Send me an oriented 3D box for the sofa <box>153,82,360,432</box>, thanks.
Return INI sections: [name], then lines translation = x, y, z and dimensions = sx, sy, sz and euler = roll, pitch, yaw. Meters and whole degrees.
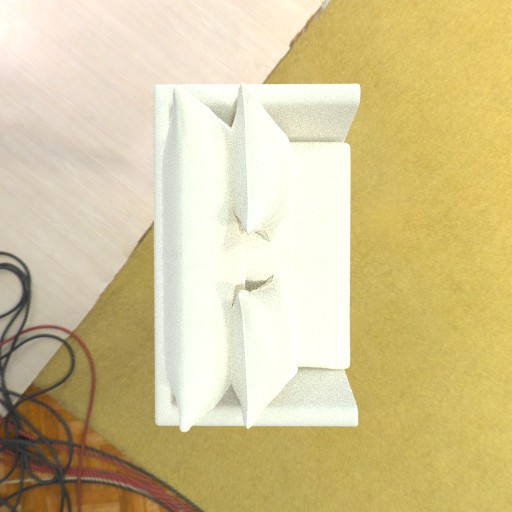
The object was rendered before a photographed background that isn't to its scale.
[sofa]
translation = 0.000, 0.000, 2.282
dimensions = 1.026, 1.039, 1.608
euler = 0, 92, 1
